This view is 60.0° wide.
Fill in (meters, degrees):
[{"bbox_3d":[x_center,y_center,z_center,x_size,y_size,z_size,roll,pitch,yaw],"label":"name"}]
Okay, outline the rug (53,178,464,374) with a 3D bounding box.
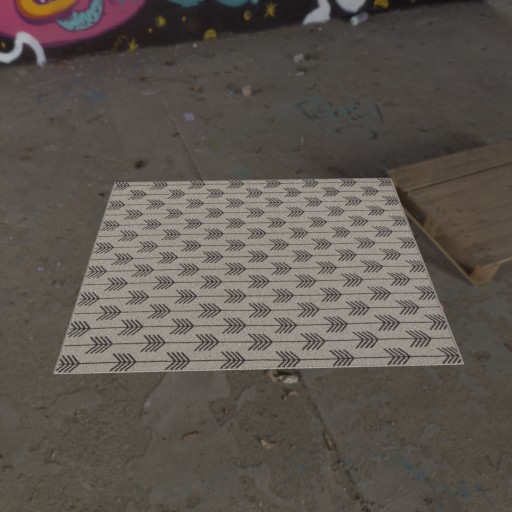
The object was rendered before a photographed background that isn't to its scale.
[{"bbox_3d":[0.000,0.000,4.100,3.061,0.010,2.330,-1,46,-1],"label":"rug"}]
